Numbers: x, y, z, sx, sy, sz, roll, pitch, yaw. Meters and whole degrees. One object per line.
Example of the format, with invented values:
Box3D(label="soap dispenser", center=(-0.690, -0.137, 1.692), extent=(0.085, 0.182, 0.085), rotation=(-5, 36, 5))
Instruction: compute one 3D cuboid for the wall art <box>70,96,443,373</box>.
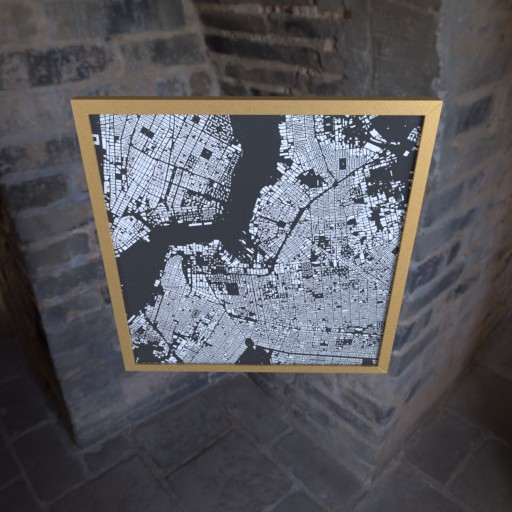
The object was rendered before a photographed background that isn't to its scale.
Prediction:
Box3D(label="wall art", center=(0.000, 0.000, 2.822), extent=(1.926, 1.926, 0.099), rotation=(0, 30, 1))
